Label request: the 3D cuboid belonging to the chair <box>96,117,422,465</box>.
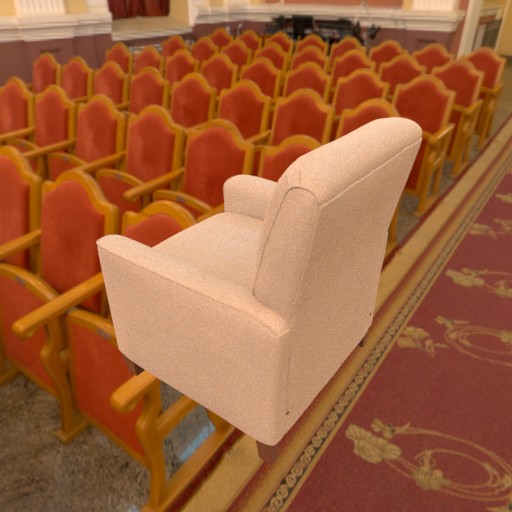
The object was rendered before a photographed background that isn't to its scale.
[{"bbox_3d":[0.000,0.000,1.640,0.858,1.023,0.841,21,37,31],"label":"chair"}]
